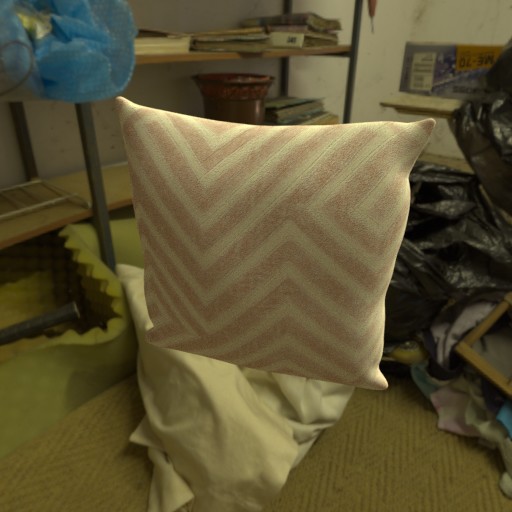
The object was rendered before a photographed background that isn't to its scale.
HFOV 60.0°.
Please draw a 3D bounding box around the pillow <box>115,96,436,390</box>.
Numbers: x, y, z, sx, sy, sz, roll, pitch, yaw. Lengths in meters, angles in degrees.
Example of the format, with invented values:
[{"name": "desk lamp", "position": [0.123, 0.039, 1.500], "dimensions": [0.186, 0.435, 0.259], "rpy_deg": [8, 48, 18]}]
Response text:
[{"name": "pillow", "position": [0.000, 0.000, 0.670], "dimensions": [0.440, 0.441, 0.182], "rpy_deg": [8, 29, 15]}]
